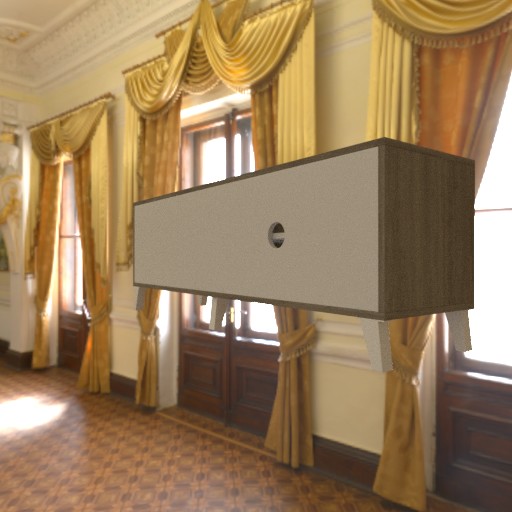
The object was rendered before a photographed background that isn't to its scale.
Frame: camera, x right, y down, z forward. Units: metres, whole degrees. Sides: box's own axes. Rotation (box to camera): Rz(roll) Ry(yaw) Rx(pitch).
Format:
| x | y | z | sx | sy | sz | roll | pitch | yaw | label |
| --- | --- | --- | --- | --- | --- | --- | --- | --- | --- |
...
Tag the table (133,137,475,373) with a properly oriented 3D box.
| x | y | z | sx | sy | sz | roll | pitch | yaw | label |
| --- | --- | --- | --- | --- | --- | --- | --- | --- | --- |
| 0.000 | 0.000 | 1.712 | 0.400 | 0.530 | 1.500 | 0 | 0 | -37 | table |
